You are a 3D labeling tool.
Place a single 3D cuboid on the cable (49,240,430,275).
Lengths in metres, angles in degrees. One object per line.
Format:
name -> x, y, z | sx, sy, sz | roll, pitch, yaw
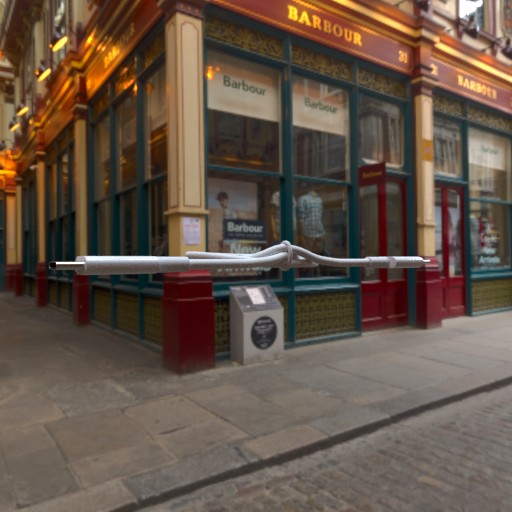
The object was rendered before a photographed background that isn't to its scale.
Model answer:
cable -> 0.000, 0.000, 0.226 | 0.203, 0.014, 0.070 | 0, 0, -36
